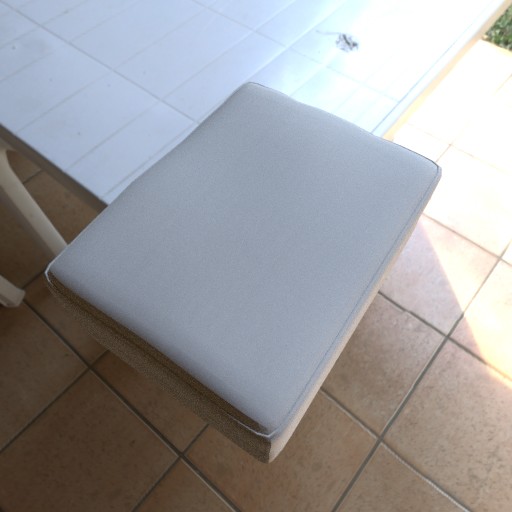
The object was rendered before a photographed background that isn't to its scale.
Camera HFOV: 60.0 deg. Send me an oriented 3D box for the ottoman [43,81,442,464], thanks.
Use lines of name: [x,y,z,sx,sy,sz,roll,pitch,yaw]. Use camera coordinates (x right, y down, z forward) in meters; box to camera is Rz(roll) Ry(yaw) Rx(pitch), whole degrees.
ottoman: [0.000,0.000,1.191,0.634,0.479,0.818,30,63,17]
